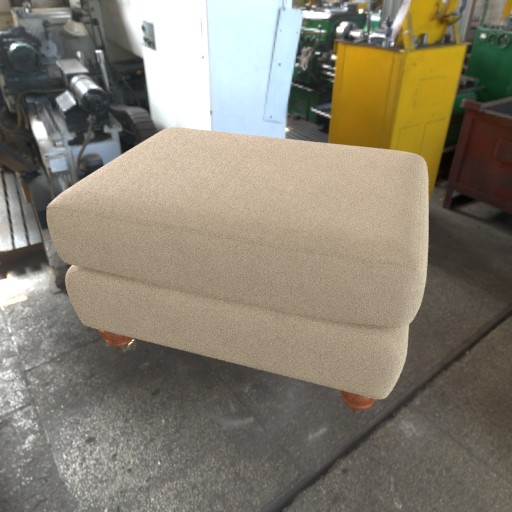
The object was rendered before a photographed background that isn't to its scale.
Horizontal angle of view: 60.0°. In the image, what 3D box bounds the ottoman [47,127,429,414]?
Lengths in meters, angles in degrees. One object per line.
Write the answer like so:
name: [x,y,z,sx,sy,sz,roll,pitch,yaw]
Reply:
ottoman: [0.000,0.000,1.132,0.773,0.504,0.569,10,35,15]
